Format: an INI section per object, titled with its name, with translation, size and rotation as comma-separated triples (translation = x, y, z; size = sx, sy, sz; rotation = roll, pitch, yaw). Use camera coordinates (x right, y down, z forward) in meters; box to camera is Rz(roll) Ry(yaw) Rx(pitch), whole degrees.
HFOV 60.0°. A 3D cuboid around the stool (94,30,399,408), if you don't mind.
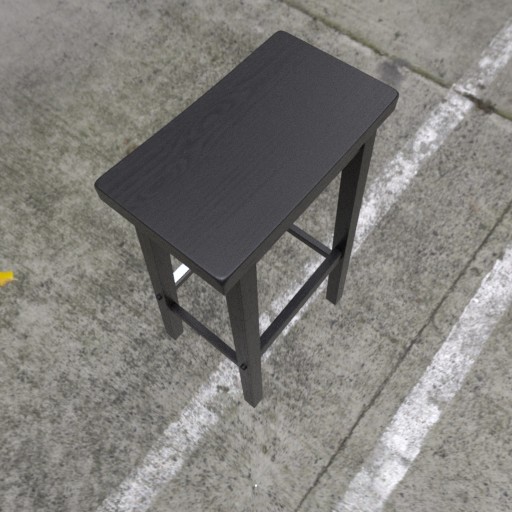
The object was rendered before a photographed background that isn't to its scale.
[stool]
translation = 0.000, 0.000, 0.952
size = 0.322, 0.742, 0.406
rotation = 36, 68, 17
